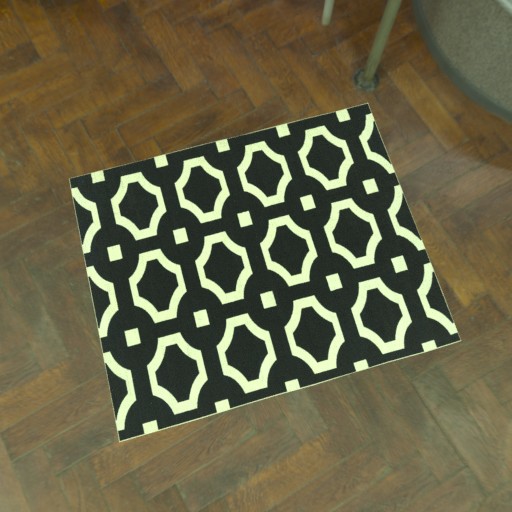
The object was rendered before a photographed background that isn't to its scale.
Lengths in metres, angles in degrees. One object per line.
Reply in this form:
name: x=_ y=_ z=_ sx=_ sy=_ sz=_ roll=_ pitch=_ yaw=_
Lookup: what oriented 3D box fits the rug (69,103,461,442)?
rug: x=0.000 y=0.000 z=4.077 sx=3.049 sy=0.021 sz=2.466 roll=-15 pitch=76 yaw=-4
